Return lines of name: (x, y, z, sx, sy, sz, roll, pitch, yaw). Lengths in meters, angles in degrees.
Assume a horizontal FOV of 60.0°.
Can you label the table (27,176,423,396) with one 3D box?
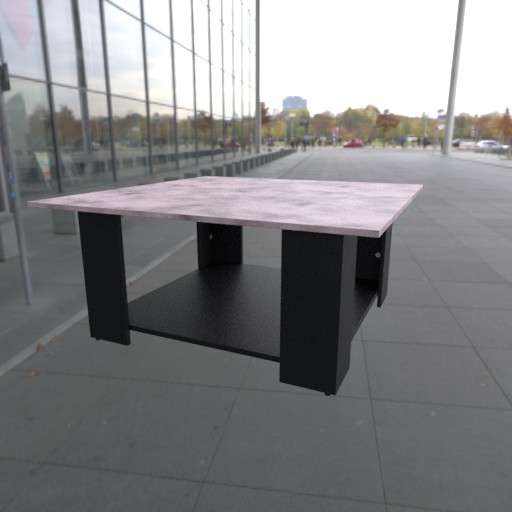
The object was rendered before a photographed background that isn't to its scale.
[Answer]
table: (0.000, 0.000, 1.057, 0.670, 0.305, 0.670, 7, 16, 24)
